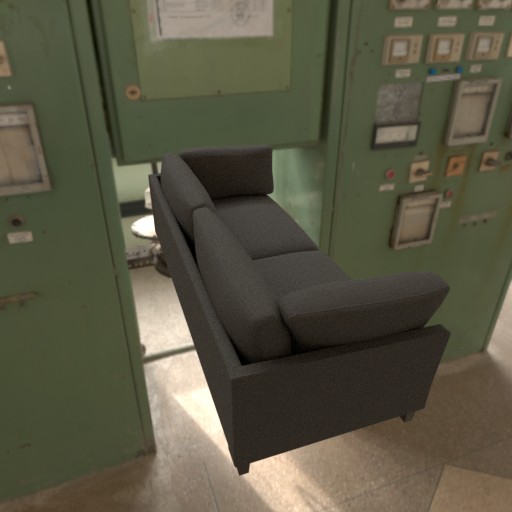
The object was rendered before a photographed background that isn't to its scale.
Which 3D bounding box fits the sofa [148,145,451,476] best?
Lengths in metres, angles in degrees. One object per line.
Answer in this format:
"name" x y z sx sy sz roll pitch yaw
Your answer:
"sofa" 0.000 0.000 2.709 0.969 0.792 2.312 -10 32 -17
